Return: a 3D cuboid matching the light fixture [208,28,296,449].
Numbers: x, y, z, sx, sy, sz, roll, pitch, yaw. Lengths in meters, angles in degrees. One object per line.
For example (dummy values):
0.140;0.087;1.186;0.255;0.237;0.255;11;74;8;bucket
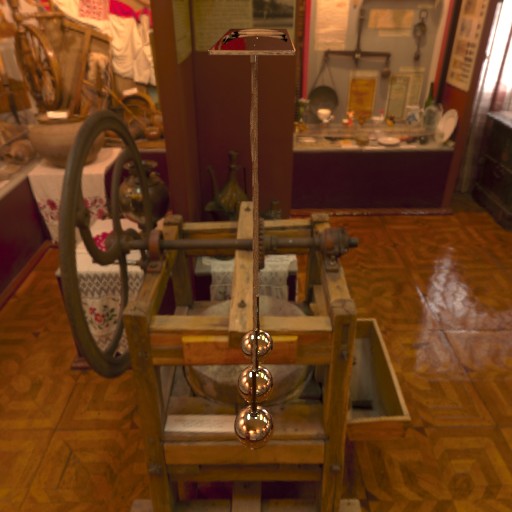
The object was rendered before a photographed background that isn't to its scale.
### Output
0.000;0.000;1.585;0.188;1.408;0.623;1;31;1;light fixture
